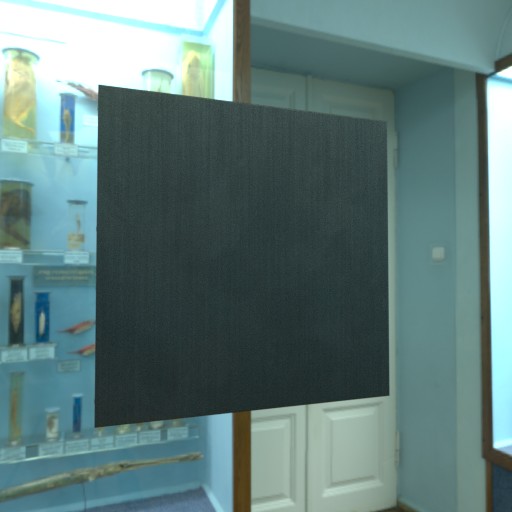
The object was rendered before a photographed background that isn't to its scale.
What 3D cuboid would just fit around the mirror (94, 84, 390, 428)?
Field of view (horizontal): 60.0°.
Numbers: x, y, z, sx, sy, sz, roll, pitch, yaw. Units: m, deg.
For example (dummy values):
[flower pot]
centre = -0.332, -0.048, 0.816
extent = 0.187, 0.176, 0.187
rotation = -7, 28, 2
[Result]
[mirror]
centre = 0.000, 0.000, 0.562
extent = 0.382, 0.381, 0.020
rotation = 1, -2, -19
